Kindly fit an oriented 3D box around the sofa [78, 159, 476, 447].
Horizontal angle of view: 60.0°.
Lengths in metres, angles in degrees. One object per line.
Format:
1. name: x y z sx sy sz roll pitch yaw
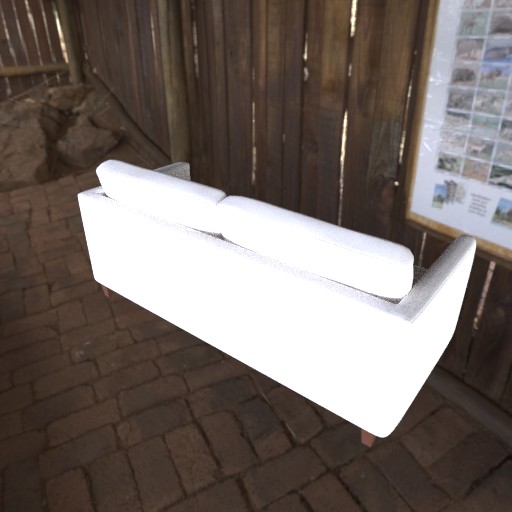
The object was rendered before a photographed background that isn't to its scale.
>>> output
1. sofa: 0.000 0.000 2.586 2.139 0.933 0.924 21 35 33
